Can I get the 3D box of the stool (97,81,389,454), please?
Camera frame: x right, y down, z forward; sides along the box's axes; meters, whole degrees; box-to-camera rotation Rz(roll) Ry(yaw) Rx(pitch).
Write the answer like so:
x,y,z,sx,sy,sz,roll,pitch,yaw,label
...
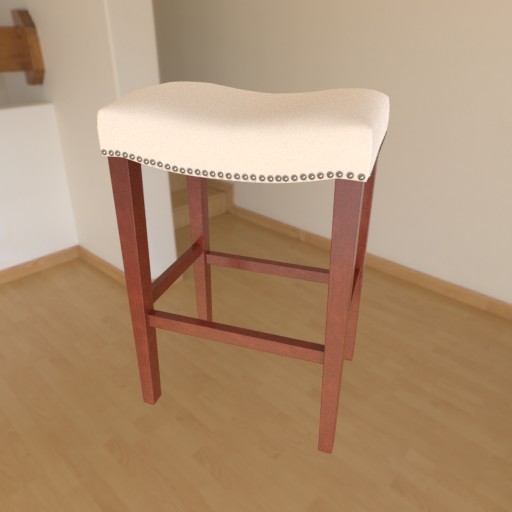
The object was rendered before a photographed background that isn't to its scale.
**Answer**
x,y,z,sx,sy,sz,roll,pitch,yaw,label
0.000,0.000,1.039,0.504,0.742,0.372,9,29,17,stool
